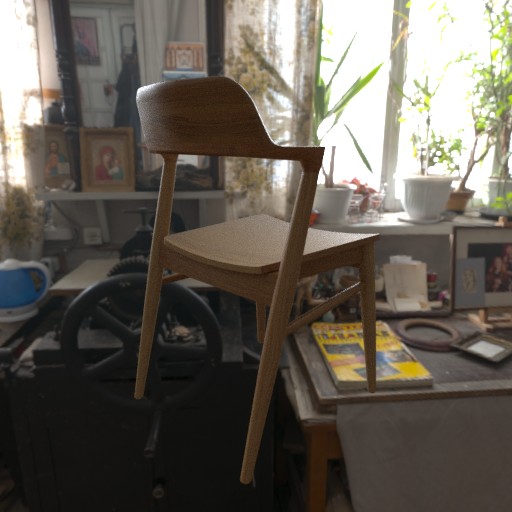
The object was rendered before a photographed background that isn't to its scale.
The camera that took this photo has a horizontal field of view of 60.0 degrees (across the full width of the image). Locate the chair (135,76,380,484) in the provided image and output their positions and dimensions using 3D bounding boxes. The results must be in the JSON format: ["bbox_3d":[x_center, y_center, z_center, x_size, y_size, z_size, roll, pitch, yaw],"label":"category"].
[{"bbox_3d":[0.000,0.000,1.121,0.499,0.792,0.512,-14,21,-43],"label":"chair"}]
